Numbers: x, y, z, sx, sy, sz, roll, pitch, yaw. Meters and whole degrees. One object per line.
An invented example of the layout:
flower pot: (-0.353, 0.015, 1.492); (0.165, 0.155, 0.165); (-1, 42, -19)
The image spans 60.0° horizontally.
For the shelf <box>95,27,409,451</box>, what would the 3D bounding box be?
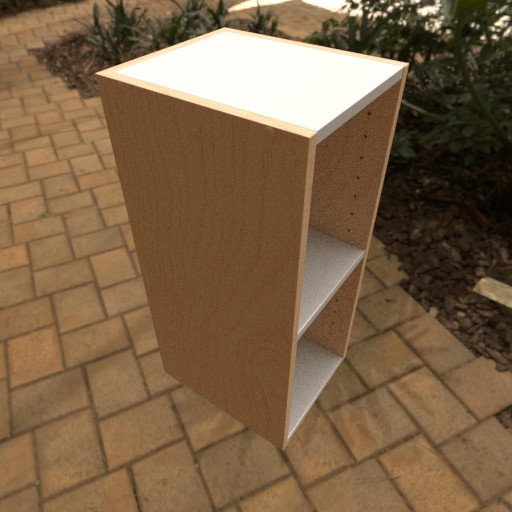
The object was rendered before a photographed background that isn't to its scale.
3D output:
shelf: (0.000, 0.000, 0.731); (0.290, 0.600, 0.250); (25, 47, 26)
